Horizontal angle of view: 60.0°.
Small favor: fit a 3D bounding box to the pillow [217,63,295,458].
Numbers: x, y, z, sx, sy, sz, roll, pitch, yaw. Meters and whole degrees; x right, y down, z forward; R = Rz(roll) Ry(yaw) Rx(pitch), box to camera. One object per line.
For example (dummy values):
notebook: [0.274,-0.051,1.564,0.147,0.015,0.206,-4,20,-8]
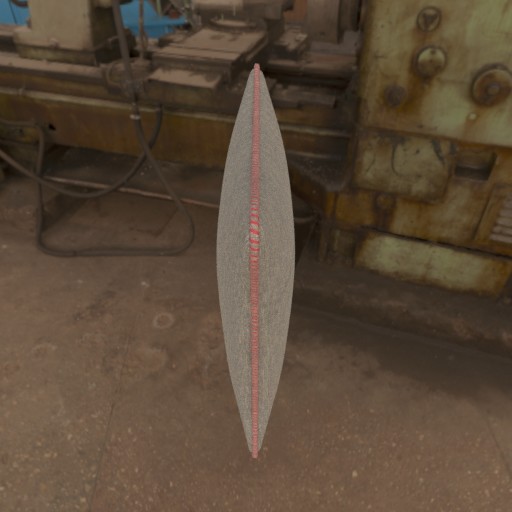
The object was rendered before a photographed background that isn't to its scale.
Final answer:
pillow: [0.000,0.000,0.751,0.124,0.491,0.482,0,41,0]
